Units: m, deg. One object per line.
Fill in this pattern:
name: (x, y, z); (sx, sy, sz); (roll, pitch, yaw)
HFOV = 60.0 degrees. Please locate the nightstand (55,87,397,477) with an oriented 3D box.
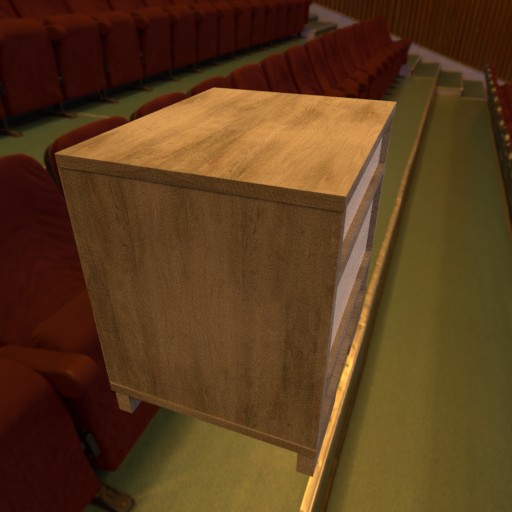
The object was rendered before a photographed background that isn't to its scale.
nightstand: (0.000, 0.000, 0.753); (0.347, 0.448, 0.427); (11, 33, 18)
